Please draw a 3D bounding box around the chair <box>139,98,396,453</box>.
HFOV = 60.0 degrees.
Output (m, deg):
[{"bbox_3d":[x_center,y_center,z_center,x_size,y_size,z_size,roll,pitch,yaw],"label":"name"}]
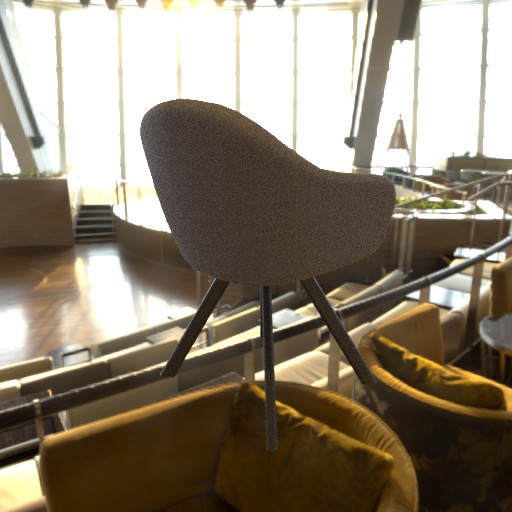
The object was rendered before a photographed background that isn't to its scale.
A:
[{"bbox_3d":[0.000,0.000,1.221,0.550,0.795,0.590,-14,20,-42],"label":"chair"}]
